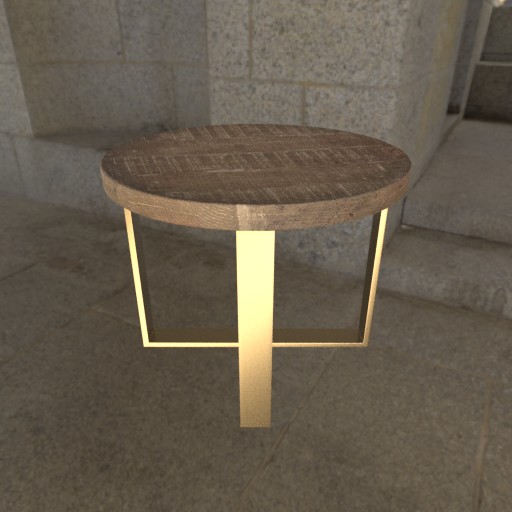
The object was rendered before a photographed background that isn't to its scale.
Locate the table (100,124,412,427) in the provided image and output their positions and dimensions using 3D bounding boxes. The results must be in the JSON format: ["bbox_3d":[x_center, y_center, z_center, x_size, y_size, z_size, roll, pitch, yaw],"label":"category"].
[{"bbox_3d":[0.000,0.000,0.930,0.557,0.437,0.557,0,27,0],"label":"table"}]
